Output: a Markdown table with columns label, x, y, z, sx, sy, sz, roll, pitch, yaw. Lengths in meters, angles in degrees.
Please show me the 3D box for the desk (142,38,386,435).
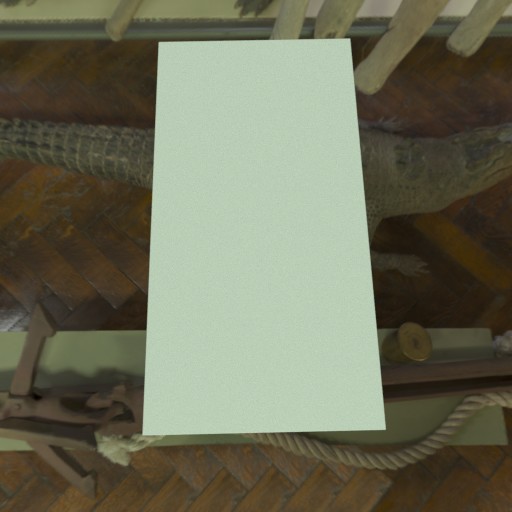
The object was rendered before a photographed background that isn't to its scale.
| label | x | y | z | sx | sy | sz | roll | pitch | yaw |
| --- | --- | --- | --- | --- | --- | --- | --- | --- | --- |
| desk | 0.000 | 0.000 | 1.321 | 0.482 | 0.730 | 0.898 | -1 | 75 | 0 |
